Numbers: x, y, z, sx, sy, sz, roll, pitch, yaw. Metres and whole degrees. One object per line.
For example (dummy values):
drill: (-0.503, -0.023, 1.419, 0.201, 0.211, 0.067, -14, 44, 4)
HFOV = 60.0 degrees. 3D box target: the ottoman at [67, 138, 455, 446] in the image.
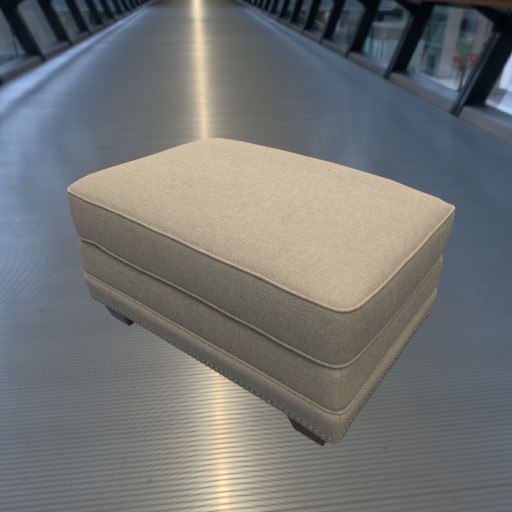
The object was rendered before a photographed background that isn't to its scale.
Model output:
ottoman: (0.000, 0.000, 1.146, 0.813, 0.458, 0.559, 22, 37, 32)
